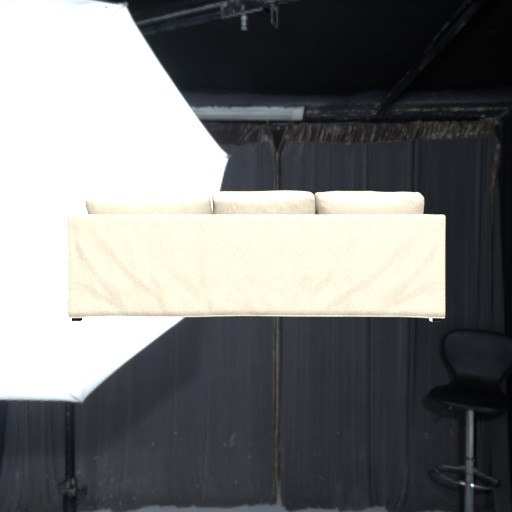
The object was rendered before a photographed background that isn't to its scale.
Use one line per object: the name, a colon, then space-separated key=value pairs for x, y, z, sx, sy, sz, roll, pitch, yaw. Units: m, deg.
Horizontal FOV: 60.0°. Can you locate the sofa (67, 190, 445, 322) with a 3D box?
sofa: x=0.000 y=0.000 z=4.389 sx=2.432 sy=0.871 sz=3.182 roll=0 pitch=0 yaw=0
